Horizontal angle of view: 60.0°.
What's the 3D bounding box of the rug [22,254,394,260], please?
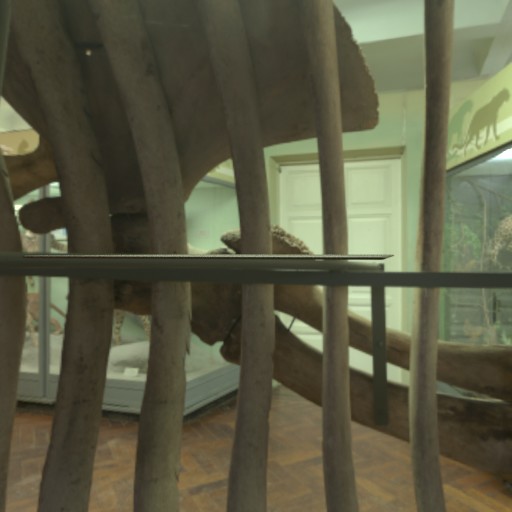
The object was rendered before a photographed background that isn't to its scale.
[{"bbox_3d":[0.000,0.000,4.104,2.413,0.020,3.041,0,0,18],"label":"rug"}]
